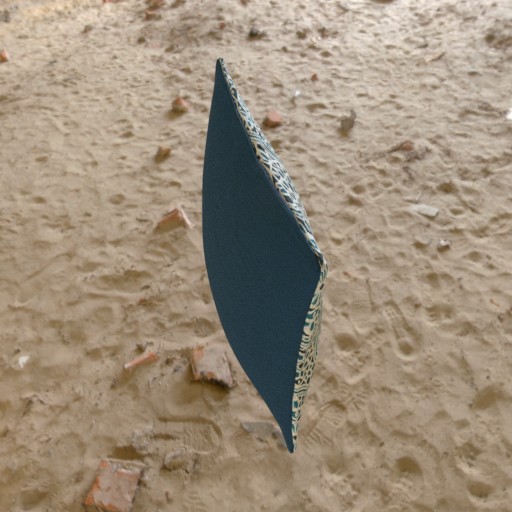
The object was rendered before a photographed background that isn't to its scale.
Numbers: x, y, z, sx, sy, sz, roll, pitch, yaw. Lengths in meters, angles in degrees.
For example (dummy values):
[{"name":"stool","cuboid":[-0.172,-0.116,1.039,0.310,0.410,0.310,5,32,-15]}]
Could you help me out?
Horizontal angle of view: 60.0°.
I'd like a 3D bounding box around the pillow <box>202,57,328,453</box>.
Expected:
[{"name":"pillow","cuboid":[0.000,0.000,0.664,0.145,0.420,0.440,-11,47,-10]}]
